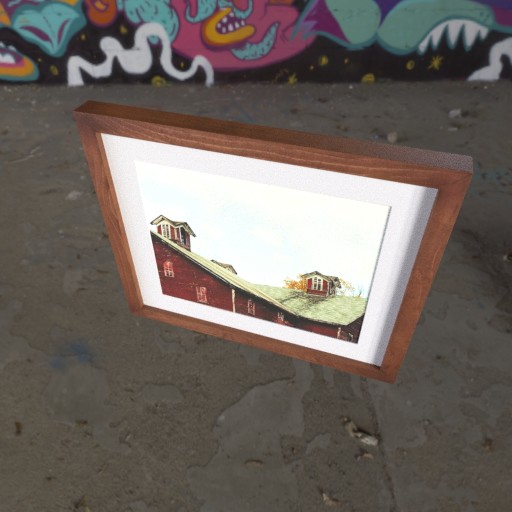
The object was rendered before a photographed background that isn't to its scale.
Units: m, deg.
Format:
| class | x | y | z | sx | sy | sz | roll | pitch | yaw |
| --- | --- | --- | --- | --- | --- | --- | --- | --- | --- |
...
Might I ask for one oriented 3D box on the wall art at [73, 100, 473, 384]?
| class | x | y | z | sx | sy | sz | roll | pitch | yaw |
| --- | --- | --- | --- | --- | --- | --- | --- | --- | --- |
| wall art | 0.000 | 0.000 | 0.545 | 0.401 | 0.328 | 0.030 | 12 | 43 | 13 |
